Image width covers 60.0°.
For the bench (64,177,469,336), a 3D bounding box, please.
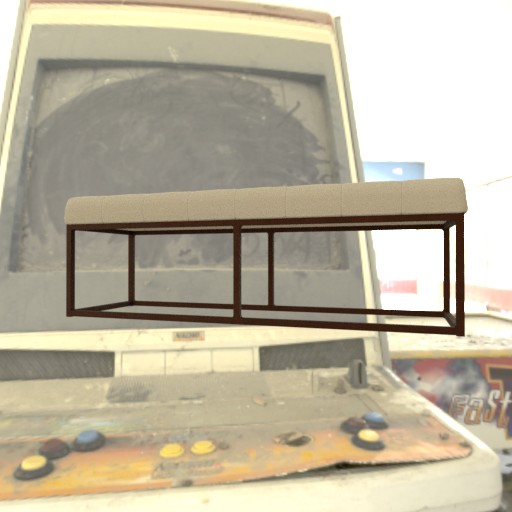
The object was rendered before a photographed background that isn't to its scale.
[{"bbox_3d":[0.000,0.000,1.767,1.488,0.488,0.479,0,0,18],"label":"bench"}]
